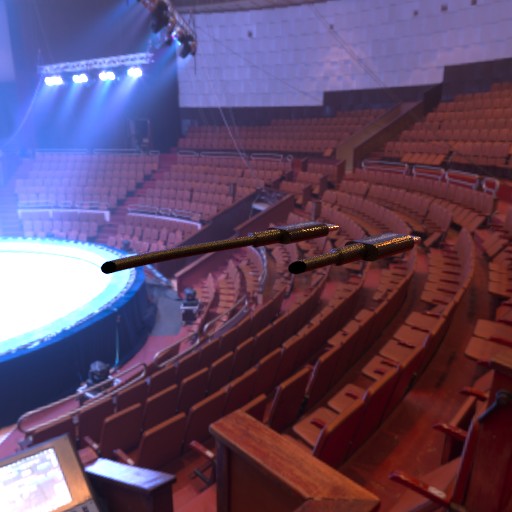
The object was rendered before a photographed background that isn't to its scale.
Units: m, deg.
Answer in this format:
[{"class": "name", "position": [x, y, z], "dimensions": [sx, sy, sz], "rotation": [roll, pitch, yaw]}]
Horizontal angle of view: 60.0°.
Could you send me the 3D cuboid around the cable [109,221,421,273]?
[{"class": "cable", "position": [0.000, 0.000, 0.111], "dimensions": [0.098, 0.005, 0.041], "rotation": [-12, 18, -42]}]
